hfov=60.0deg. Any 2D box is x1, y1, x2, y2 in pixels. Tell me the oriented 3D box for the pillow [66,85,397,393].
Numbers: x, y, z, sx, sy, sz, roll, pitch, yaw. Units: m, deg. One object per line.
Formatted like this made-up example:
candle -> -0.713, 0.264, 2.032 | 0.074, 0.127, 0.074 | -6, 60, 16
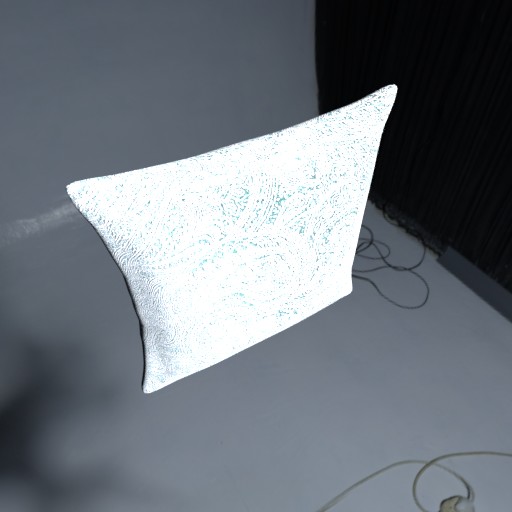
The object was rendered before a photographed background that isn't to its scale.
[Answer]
pillow -> 0.000, 0.000, 0.796 | 0.526, 0.507, 0.166 | -23, 51, -20
